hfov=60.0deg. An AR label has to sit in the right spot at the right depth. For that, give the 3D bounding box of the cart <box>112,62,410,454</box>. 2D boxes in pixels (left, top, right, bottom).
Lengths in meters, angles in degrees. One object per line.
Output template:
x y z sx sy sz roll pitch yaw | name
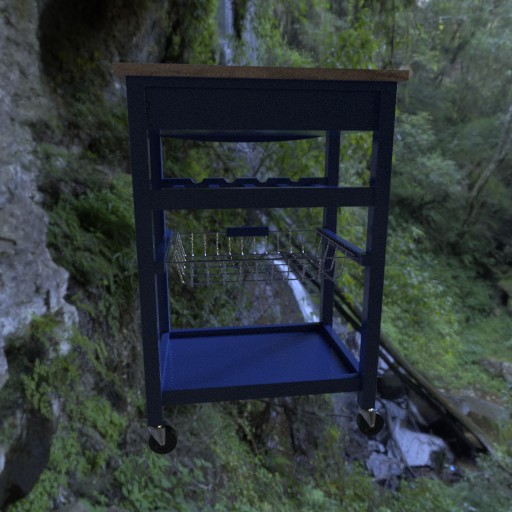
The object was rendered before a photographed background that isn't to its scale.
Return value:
0.000 0.000 1.137 0.584 0.839 0.403 -2 13 -8 | cart
